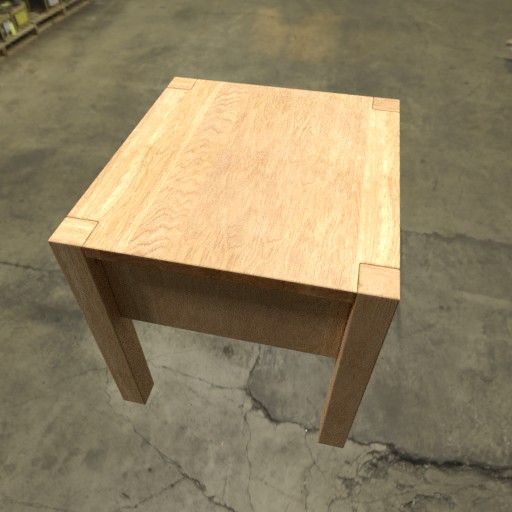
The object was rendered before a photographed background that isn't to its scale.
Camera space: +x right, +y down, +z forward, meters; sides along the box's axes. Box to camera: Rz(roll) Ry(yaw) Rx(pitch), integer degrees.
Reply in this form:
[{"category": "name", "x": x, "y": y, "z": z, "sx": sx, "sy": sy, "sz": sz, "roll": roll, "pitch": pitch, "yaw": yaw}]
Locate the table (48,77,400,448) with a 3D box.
[{"category": "table", "x": 0.000, "y": 0.000, "z": 0.856, "sx": 0.440, "sy": 0.450, "sz": 0.480, "roll": 9, "pitch": 47, "yaw": 9}]
